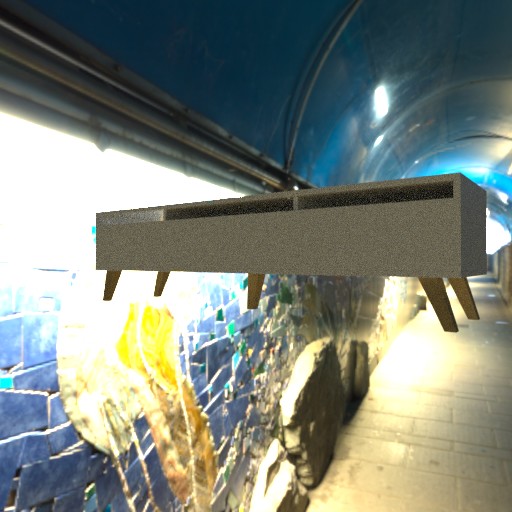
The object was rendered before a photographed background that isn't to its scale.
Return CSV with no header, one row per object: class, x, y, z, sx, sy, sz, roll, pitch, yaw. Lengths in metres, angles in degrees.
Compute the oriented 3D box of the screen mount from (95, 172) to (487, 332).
screen mount,0.000,0.000,1.824,1.644,0.432,0.399,0,-1,36
